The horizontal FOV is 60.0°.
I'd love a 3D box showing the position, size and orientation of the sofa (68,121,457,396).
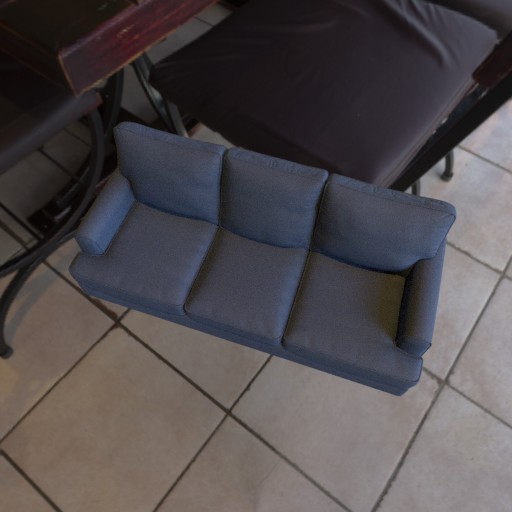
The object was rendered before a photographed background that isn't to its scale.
[{"bbox_3d":[0.000,0.000,2.725,2.158,0.965,0.951,16,61,9],"label":"sofa"}]
